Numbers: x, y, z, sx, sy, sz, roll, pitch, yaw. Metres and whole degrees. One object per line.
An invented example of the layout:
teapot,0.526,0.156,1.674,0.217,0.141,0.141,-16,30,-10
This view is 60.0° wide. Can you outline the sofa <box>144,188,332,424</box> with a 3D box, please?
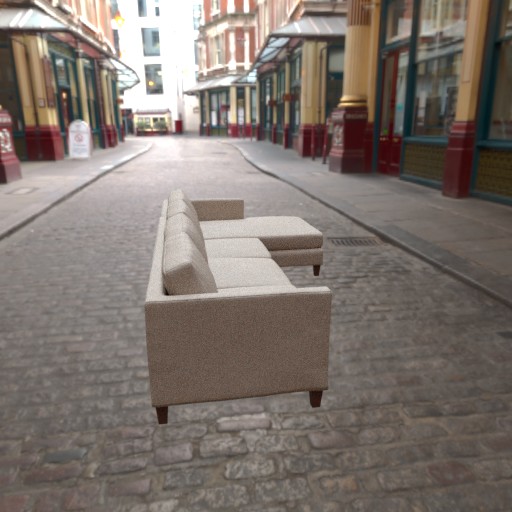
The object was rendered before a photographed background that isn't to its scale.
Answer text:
sofa,0.000,0.000,3.766,1.625,0.846,3.186,-3,16,-10
